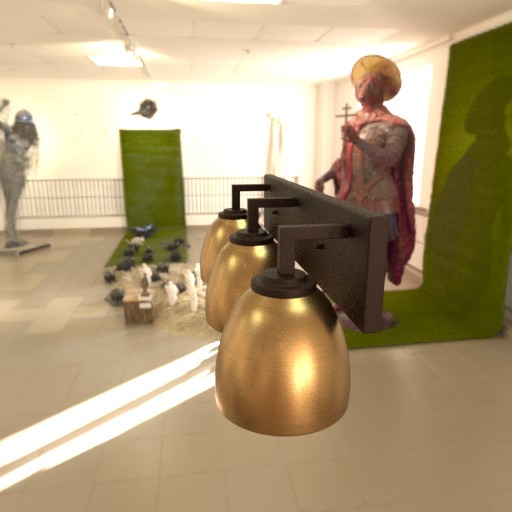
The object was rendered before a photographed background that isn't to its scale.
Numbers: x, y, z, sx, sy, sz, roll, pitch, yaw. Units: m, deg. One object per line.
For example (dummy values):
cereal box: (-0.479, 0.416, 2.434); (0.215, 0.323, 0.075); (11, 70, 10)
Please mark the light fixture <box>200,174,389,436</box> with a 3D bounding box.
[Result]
light fixture: (0.000, 0.000, 0.668); (0.157, 0.204, 0.582); (-2, 15, -9)
